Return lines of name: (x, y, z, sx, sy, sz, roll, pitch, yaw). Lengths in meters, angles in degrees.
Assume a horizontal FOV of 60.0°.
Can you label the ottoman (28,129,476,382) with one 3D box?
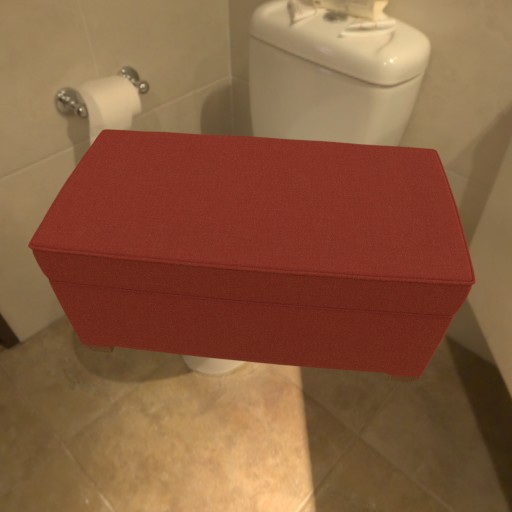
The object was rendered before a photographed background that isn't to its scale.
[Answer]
ottoman: (0.000, 0.000, 1.219, 0.948, 0.454, 0.497, 5, 47, 4)
